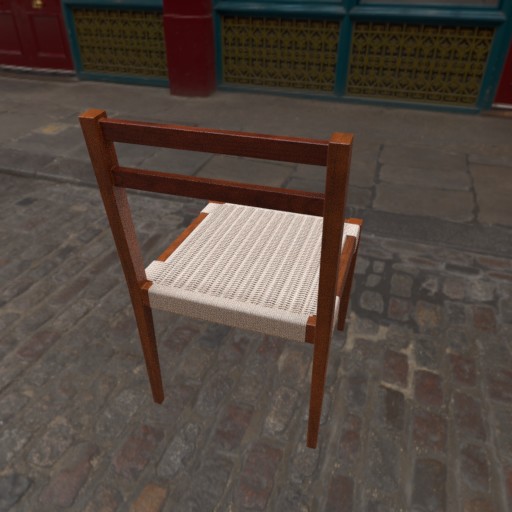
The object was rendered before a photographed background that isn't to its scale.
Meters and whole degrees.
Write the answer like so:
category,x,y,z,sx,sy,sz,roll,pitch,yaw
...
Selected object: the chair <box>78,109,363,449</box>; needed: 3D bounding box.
category,x,y,z,sx,sy,sz,roll,pitch,yaw
chair,0.000,0.000,1.189,0.495,0.851,0.569,10,34,15
